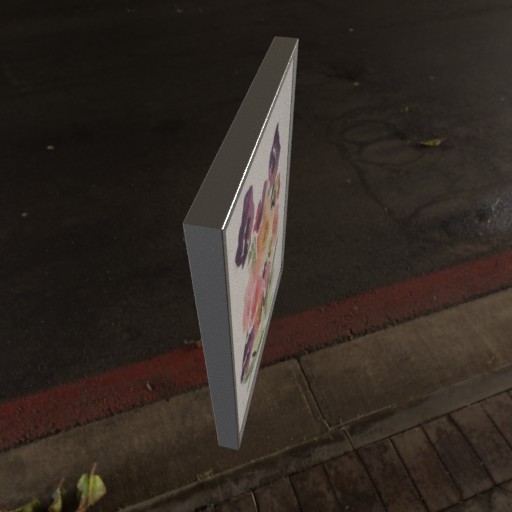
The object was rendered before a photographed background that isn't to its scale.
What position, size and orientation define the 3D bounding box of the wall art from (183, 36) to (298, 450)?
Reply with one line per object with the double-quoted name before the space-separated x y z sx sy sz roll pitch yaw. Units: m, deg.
"wall art" 0.000 0.000 0.757 0.038 0.549 0.452 9 48 9
